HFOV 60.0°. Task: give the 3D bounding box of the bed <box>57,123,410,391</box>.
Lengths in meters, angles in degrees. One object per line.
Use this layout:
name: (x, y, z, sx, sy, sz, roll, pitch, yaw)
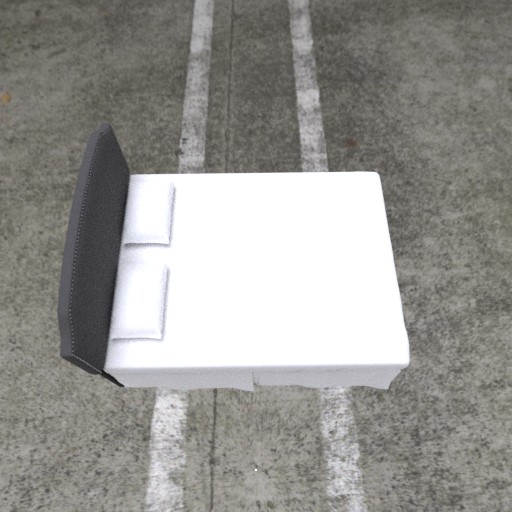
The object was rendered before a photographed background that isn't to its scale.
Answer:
bed: (0.000, 0.000, 2.958, 1.999, 1.270, 1.558, -1, 64, 0)
